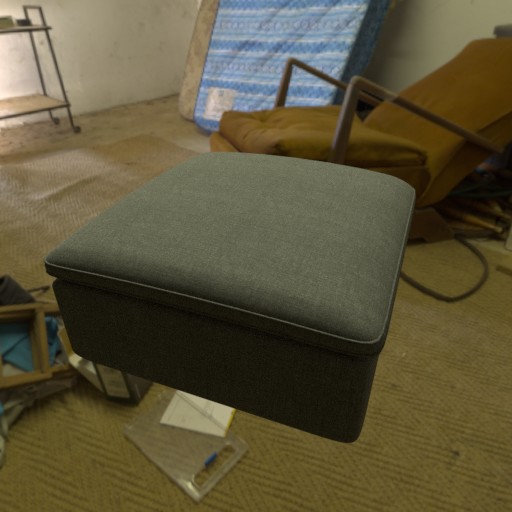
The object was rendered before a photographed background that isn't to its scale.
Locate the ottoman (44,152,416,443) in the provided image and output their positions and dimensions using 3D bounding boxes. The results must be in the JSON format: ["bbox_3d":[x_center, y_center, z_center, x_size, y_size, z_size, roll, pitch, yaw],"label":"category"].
[{"bbox_3d":[0.000,0.000,1.713,1.067,0.559,1.067,12,33,18],"label":"ottoman"}]
